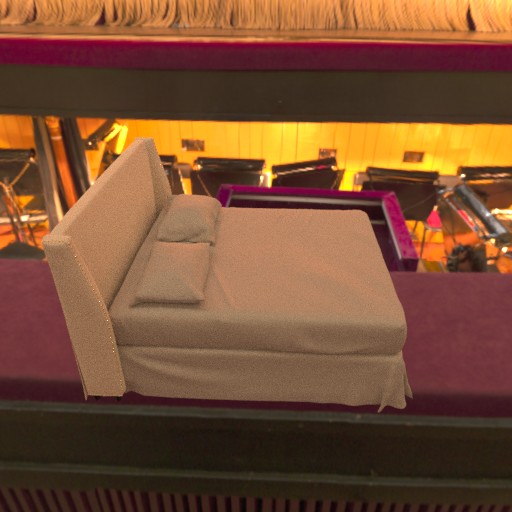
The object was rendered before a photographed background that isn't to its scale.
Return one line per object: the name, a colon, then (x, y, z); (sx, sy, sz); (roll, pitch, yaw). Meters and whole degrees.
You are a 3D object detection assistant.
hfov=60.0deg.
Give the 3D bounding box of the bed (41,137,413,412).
bed: (0.000, 0.000, 3.498); (2.276, 1.332, 1.925); (2, 32, 3)
